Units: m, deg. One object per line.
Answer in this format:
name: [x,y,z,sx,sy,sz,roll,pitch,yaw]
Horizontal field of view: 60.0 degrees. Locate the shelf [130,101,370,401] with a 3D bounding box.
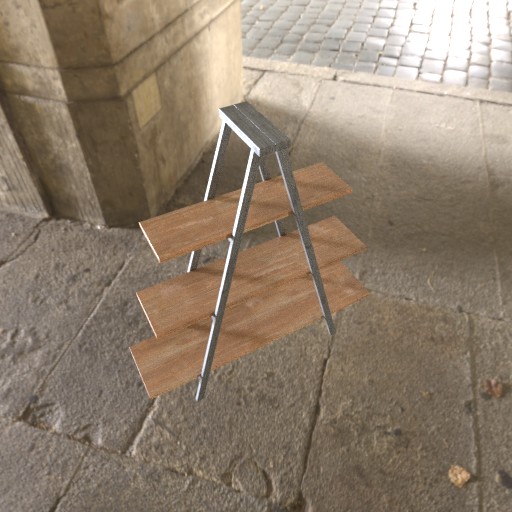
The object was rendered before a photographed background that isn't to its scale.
shelf: [0.000,0.000,2.726,1.746,1.808,0.508,-22,50,-20]
